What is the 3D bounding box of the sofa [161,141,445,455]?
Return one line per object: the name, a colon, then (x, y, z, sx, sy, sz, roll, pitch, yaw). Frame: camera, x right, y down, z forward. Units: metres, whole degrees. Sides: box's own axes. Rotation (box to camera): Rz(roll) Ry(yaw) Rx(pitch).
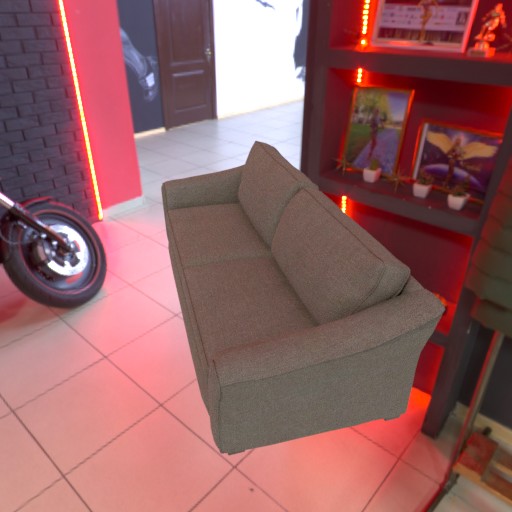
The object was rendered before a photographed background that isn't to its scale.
sofa: (0.000, 0.000, 2.745, 0.986, 0.906, 2.270, -8, 31, -14)
